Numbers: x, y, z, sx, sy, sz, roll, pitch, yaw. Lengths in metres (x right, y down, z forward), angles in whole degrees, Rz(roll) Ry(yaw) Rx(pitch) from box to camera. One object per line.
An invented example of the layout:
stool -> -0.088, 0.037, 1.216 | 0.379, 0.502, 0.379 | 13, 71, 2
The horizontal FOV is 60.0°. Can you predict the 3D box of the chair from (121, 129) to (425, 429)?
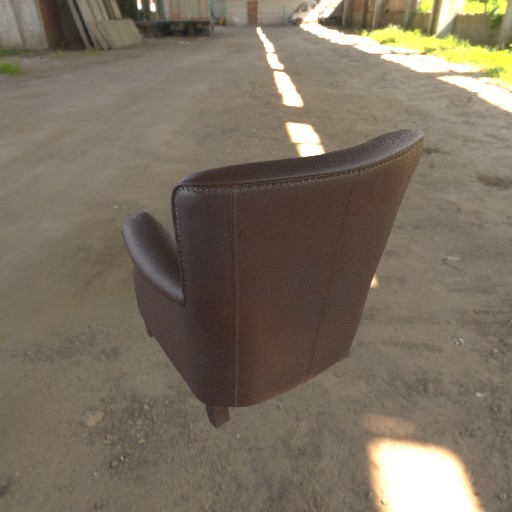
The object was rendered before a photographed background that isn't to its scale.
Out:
chair -> 0.000, 0.000, 1.341 | 0.700, 0.800, 0.746 | -18, 35, -29
